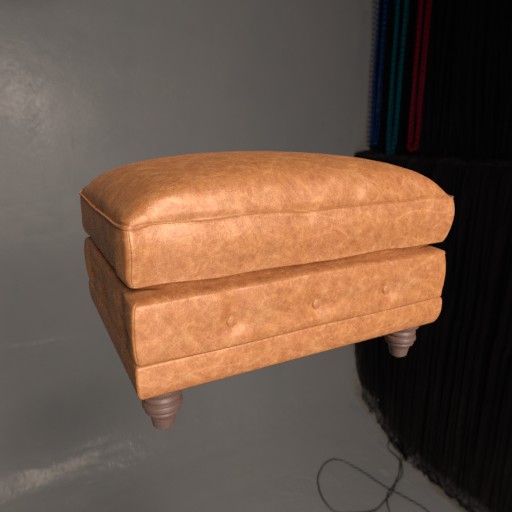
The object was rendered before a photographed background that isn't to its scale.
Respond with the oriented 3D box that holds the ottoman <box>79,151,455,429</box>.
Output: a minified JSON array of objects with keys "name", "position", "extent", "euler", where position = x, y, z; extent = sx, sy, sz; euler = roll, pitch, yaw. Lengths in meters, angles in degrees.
[{"name":"ottoman","position":[0.000,0.000,1.047],"extent":[0.710,0.480,0.533],"euler":[-8,17,-27]}]
